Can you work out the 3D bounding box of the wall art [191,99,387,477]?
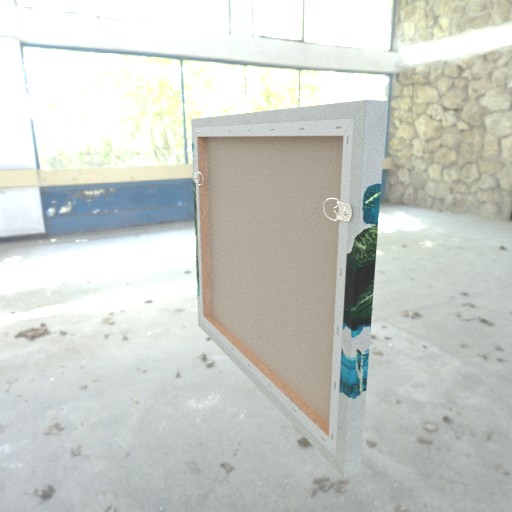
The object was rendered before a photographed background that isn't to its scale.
[{"bbox_3d":[0.000,0.000,0.988,0.043,0.610,0.711,-8,17,-26],"label":"wall art"}]
